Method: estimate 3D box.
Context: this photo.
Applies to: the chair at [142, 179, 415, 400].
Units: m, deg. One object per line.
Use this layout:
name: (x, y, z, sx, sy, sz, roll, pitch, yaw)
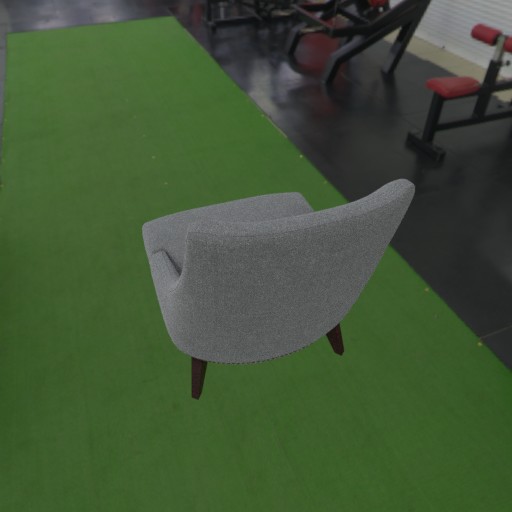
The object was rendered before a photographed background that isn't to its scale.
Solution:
chair: (0.000, 0.000, 1.518, 0.701, 0.909, 0.861, -13, 44, -14)
